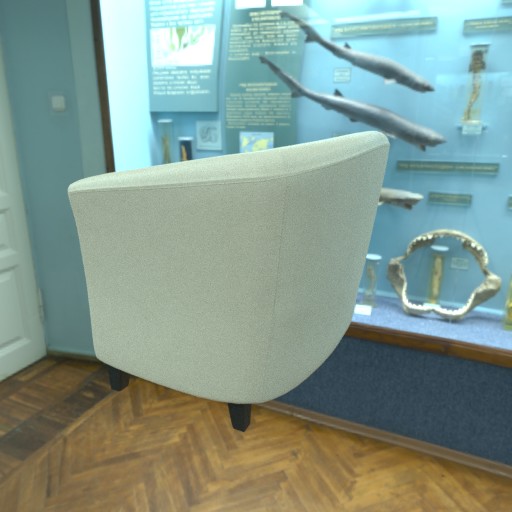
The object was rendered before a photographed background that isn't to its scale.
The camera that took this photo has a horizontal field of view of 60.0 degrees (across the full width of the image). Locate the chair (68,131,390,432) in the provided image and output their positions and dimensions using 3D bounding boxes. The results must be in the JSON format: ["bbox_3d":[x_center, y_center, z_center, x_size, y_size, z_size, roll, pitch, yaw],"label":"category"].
[{"bbox_3d":[0.000,0.000,1.382,0.727,0.756,0.792,8,19,25],"label":"chair"}]
